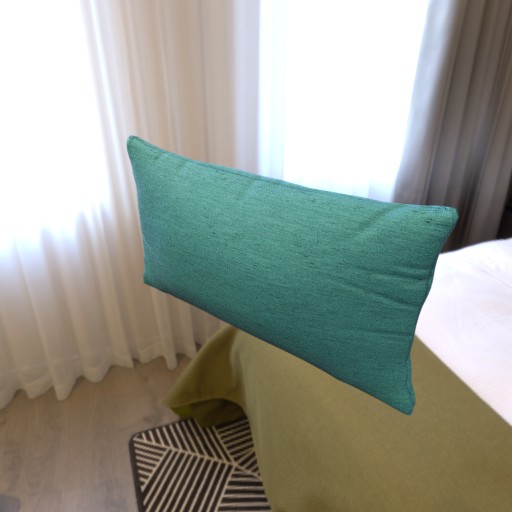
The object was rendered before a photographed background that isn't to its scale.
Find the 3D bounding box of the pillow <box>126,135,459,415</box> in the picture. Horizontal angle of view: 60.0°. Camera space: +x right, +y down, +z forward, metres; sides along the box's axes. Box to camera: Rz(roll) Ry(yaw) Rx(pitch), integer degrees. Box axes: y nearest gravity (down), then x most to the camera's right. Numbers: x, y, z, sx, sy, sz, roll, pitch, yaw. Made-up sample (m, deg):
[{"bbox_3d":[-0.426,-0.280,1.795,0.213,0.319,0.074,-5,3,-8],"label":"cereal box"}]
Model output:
[{"bbox_3d":[0.000,0.000,0.785,0.633,0.338,0.210,20,34,33],"label":"pillow"}]
